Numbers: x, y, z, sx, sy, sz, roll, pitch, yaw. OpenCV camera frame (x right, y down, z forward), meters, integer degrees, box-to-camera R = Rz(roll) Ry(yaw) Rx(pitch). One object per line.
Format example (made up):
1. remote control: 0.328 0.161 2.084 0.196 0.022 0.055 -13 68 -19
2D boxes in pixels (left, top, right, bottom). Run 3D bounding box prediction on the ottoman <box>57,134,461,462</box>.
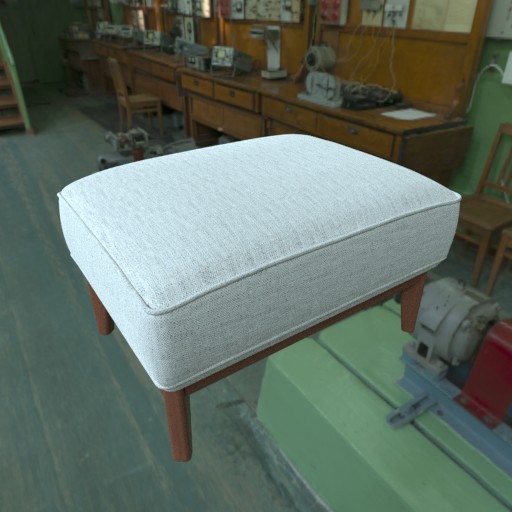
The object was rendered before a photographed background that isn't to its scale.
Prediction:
1. ottoman: 0.000 0.000 1.117 0.794 0.465 0.594 -19 36 -29
